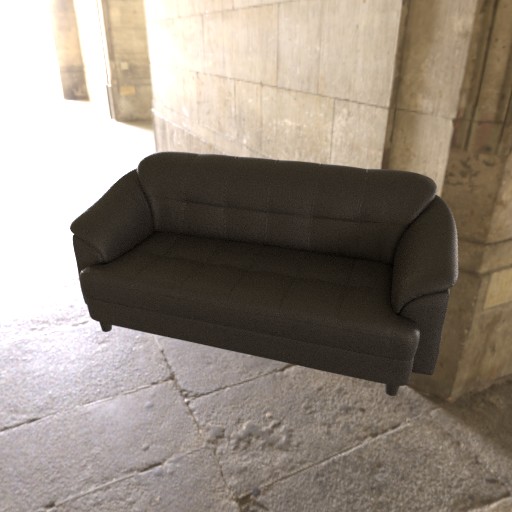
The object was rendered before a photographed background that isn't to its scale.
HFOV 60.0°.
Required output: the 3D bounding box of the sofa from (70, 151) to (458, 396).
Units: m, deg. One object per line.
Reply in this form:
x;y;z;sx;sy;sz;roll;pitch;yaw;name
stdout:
0.000;0.000;2.244;1.829;0.811;0.800;8;27;17;sofa
